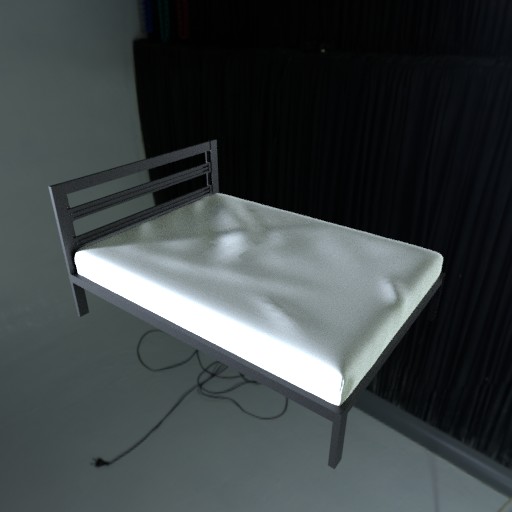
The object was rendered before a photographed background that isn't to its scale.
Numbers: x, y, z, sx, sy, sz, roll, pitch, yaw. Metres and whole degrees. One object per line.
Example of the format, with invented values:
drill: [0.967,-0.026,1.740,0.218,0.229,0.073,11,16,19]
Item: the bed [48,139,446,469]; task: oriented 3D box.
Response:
bed: [0.000,0.000,2.940,2.062,0.967,1.524,19,34,32]
